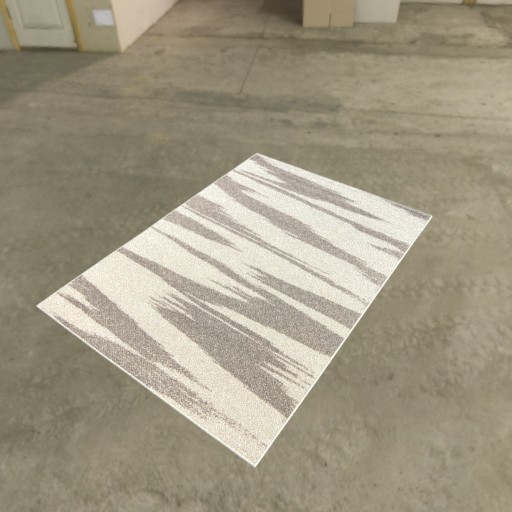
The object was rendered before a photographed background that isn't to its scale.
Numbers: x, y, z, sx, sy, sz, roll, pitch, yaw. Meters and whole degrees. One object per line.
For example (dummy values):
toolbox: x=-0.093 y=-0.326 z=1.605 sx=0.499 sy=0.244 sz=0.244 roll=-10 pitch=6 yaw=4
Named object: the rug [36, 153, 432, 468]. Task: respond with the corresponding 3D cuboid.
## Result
rug: x=0.000 y=0.000 z=2.811 sx=1.533 sy=0.010 sz=2.142 roll=26 pitch=48 yaw=26
